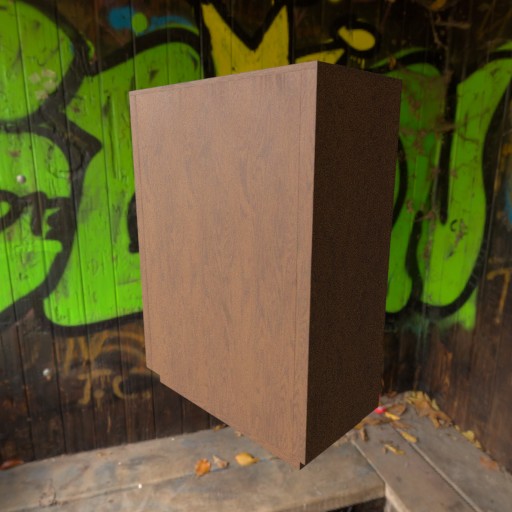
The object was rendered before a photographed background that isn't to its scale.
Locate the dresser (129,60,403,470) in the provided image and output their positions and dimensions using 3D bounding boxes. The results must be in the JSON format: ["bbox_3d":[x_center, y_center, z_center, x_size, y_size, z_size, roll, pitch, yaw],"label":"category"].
[{"bbox_3d":[0.000,0.000,1.835,0.964,1.320,0.516,13,19,43],"label":"dresser"}]
